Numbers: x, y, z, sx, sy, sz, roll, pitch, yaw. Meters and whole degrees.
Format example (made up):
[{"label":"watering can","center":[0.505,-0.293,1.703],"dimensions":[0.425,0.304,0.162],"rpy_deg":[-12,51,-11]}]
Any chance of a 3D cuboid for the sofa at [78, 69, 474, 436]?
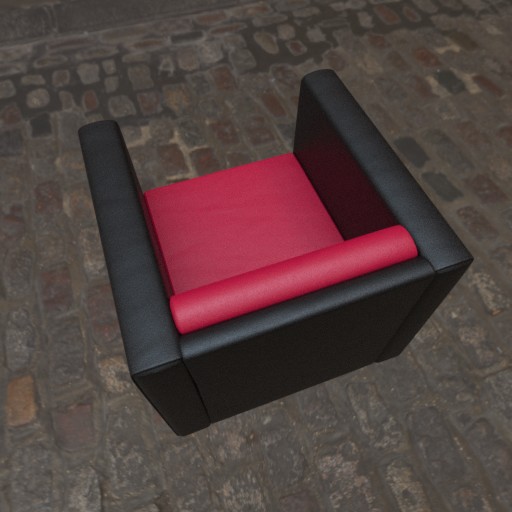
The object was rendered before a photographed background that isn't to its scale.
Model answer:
[{"label":"sofa","center":[0.000,0.000,1.461],"dimensions":[0.839,0.724,0.809],"rpy_deg":[-17,59,-11]}]
